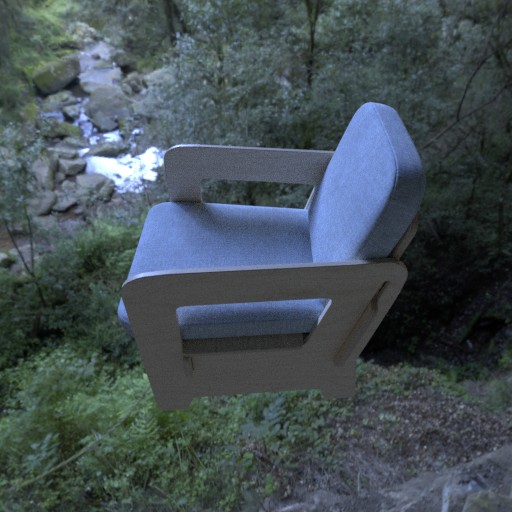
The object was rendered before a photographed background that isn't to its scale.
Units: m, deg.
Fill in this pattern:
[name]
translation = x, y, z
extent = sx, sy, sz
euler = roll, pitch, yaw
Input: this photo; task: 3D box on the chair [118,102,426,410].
[chair]
translation = 0.000, 0.000, 1.283
extent = 0.710, 0.800, 0.590
euler = 0, 43, 1
